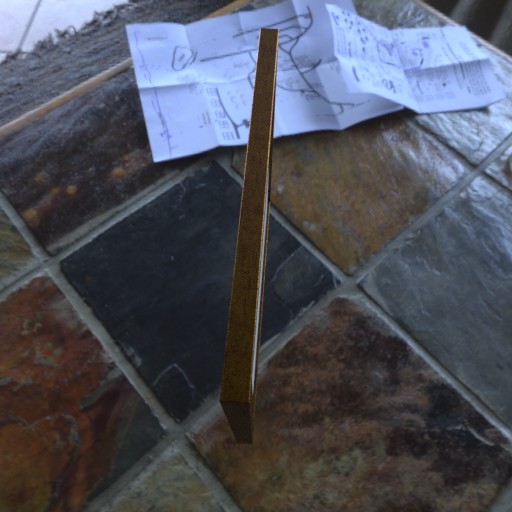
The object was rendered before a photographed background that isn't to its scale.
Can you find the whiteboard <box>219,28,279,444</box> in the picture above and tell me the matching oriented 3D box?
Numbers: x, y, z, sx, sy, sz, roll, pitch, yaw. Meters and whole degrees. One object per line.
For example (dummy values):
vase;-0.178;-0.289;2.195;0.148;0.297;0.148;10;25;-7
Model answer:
whiteboard;0.000;0.000;0.763;0.029;0.457;0.561;4;63;2
